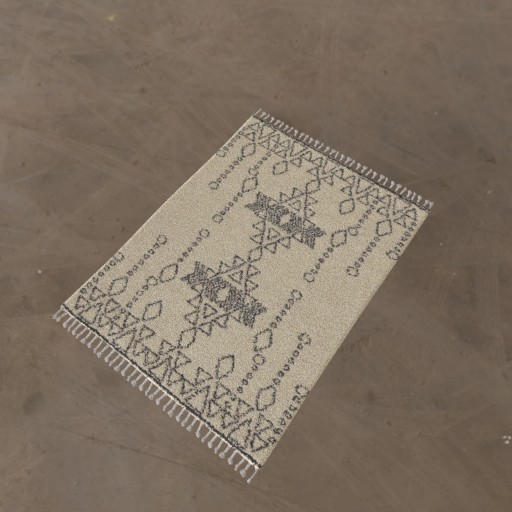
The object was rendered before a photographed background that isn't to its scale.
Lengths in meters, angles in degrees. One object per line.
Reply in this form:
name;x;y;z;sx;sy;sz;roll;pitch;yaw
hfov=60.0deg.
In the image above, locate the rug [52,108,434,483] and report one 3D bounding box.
rug;0.000;0.000;4.032;2.125;0.028;3.027;33;67;16
